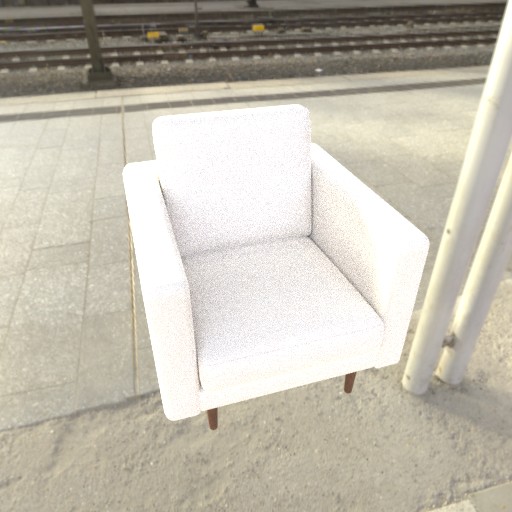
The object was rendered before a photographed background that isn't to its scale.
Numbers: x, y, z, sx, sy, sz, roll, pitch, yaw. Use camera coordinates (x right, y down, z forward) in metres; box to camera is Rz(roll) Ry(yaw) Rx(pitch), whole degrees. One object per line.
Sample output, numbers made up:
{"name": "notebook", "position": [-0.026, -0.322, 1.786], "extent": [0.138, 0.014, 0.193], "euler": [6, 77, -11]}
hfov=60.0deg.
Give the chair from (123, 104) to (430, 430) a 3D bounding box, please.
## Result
{"name": "chair", "position": [0.000, 0.000, 1.619], "extent": [0.831, 0.899, 0.879], "euler": [-10, 35, -14]}
